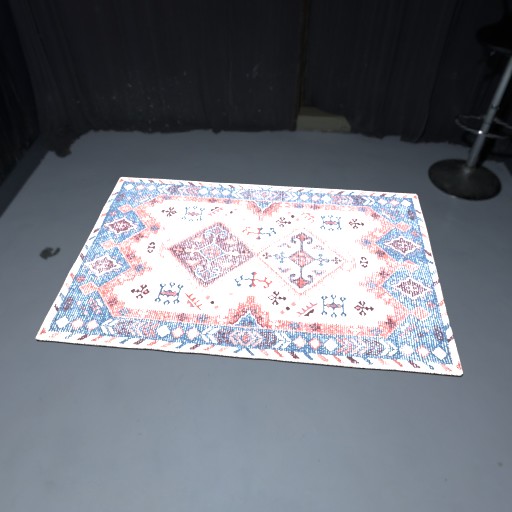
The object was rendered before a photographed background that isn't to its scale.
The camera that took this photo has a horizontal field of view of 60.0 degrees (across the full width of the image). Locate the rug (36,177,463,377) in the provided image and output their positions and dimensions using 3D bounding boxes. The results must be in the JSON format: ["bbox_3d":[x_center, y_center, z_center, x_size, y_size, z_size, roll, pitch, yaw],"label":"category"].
[{"bbox_3d":[0.000,0.000,2.306,1.840,0.015,1.225,4,46,4],"label":"rug"}]
